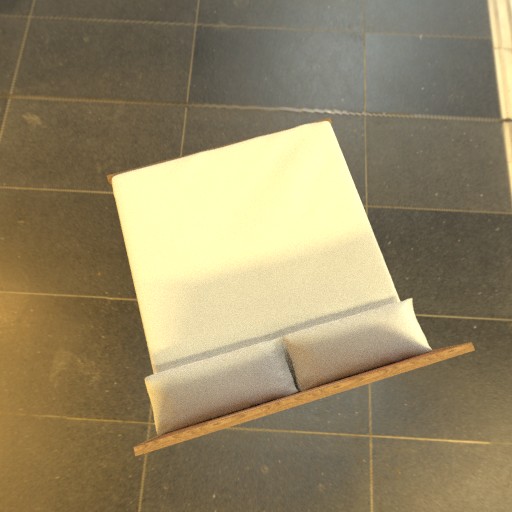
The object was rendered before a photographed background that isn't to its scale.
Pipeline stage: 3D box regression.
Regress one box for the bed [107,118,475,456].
[{"bbox_3d":[0.000,0.000,3.415,2.013,1.295,2.184,-16,74,-5],"label":"bed"}]
